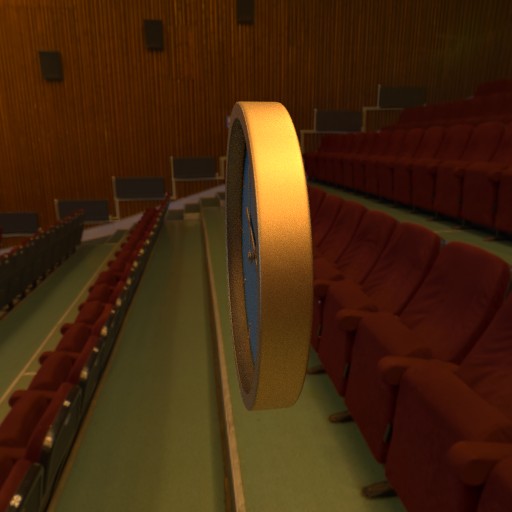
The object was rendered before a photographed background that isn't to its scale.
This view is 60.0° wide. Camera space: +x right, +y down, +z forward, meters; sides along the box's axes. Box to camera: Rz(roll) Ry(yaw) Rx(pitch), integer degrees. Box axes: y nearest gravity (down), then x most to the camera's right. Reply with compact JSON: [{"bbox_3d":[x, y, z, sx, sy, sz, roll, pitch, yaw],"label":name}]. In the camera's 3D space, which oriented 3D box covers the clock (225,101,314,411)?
[{"bbox_3d":[0.000,0.000,0.477,0.040,0.314,0.314,-2,15,-8],"label":"clock"}]
